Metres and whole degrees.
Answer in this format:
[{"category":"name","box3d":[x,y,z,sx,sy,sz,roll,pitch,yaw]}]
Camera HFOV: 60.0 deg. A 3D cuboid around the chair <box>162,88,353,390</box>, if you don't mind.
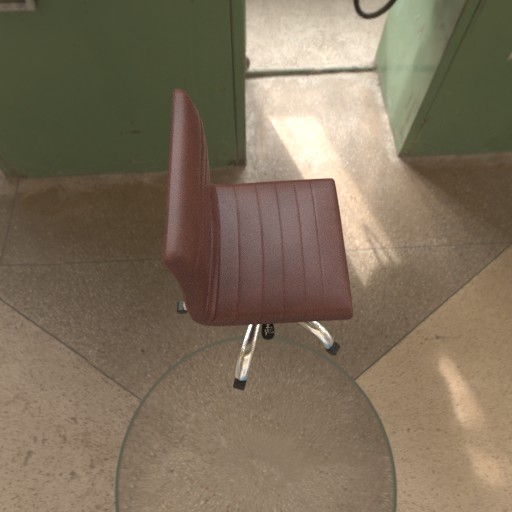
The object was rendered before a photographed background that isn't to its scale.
[{"category":"chair","box3d":[0.000,0.000,1.151,0.530,0.780,0.556,-2,64,-1]}]
